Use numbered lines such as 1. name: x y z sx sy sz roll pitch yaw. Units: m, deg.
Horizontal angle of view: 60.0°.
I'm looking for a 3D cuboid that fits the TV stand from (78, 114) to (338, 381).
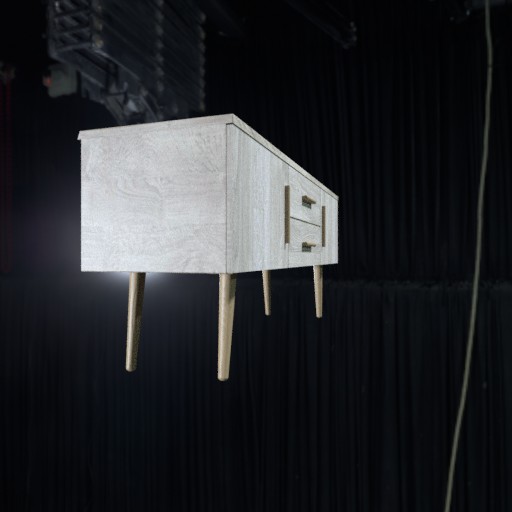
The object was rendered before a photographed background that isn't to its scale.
1. TV stand: 0.000 0.000 1.560 0.401 0.565 1.313 0 0 19
